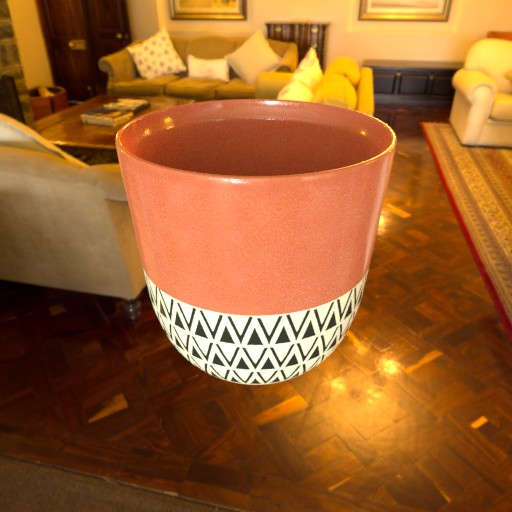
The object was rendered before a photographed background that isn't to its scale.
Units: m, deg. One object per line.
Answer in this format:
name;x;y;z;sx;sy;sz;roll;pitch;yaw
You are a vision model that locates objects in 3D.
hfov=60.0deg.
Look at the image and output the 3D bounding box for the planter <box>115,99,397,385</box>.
planter;0.000;0.000;0.372;0.195;0.214;0.195;0;31;0
